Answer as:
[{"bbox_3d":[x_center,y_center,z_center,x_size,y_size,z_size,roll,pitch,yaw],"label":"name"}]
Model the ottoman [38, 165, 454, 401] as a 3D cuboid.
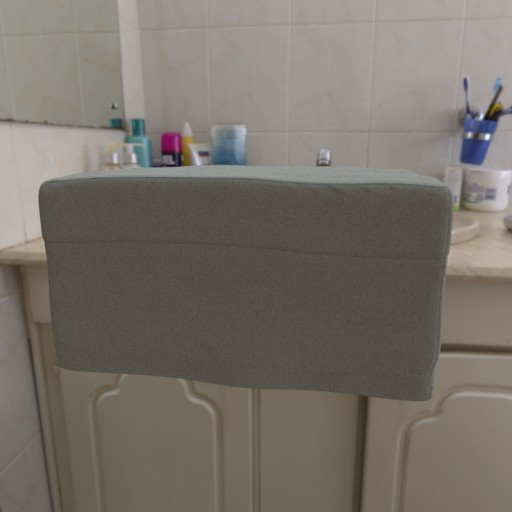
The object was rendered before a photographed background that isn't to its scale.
[{"bbox_3d":[0.000,0.000,1.191,0.833,0.461,0.648,2,14,10],"label":"ottoman"}]
